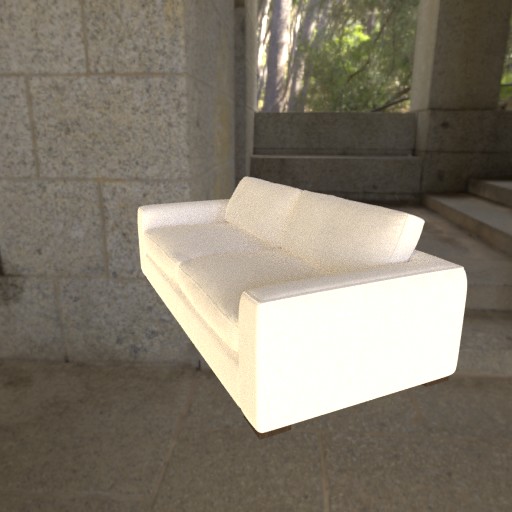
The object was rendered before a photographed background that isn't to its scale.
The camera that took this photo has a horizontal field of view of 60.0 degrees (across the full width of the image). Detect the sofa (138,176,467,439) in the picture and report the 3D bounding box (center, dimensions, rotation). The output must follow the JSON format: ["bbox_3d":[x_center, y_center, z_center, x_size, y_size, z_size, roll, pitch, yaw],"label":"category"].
[{"bbox_3d":[0.000,0.000,2.761,1.070,0.801,2.262,-7,18,-24],"label":"sofa"}]
